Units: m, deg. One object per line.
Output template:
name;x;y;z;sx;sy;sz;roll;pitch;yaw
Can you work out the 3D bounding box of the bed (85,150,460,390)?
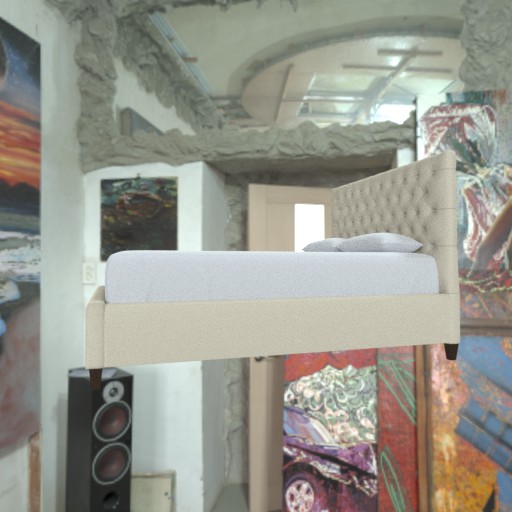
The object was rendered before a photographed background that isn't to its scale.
bed;0.000;0.000;3.438;2.387;1.427;1.698;0;-1;-18
